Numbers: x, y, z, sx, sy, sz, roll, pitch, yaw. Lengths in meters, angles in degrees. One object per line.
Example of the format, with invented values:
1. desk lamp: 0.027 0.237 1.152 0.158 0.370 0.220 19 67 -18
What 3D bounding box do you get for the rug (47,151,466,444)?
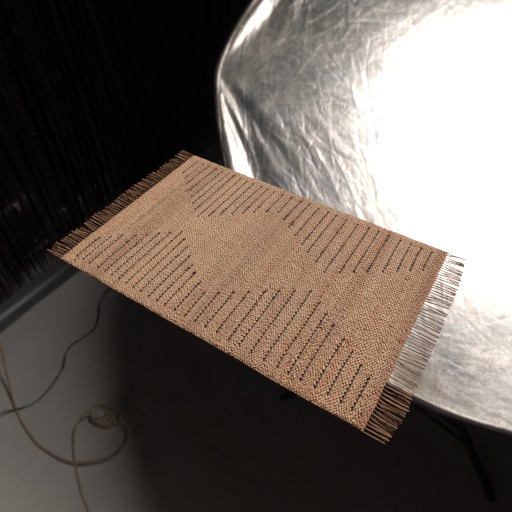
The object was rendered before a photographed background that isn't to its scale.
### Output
1. rug: 0.000 0.000 2.509 2.085 0.027 1.224 25 51 22
